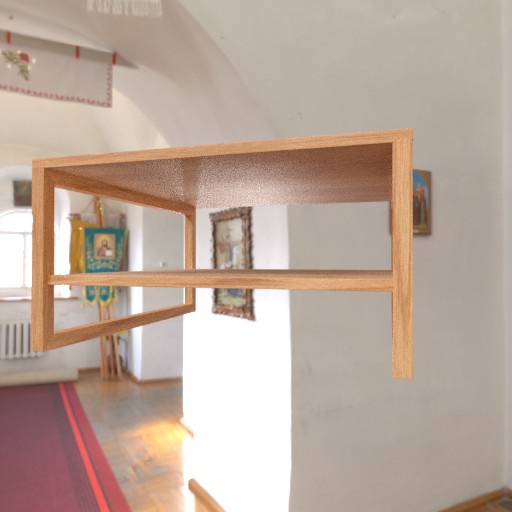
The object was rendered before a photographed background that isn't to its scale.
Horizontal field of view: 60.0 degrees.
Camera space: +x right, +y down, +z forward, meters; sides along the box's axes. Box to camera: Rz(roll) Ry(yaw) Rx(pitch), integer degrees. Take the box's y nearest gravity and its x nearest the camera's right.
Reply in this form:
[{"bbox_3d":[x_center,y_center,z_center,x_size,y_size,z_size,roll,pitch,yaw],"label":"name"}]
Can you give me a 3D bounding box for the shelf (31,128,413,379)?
[{"bbox_3d":[0.000,0.000,1.405,0.899,0.480,0.899,0,-1,17],"label":"shelf"}]
